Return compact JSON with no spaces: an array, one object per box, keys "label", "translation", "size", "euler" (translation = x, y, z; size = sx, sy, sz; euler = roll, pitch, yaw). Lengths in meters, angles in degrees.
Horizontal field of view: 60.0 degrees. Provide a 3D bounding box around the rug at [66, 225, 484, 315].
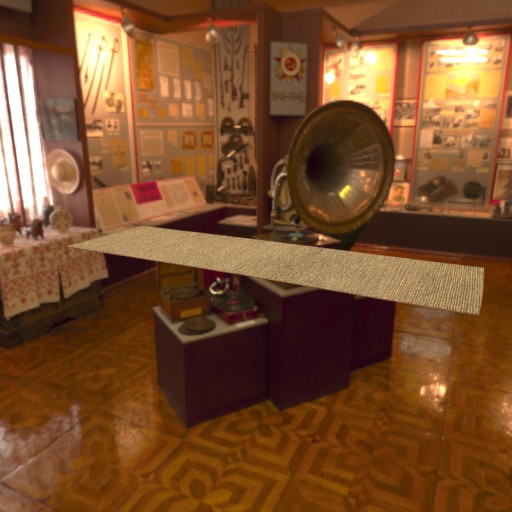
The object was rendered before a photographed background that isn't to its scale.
[{"label":"rug","translation":[0.000,0.000,2.537],"size":[2.335,0.013,0.697],"euler":[8,18,27]}]
